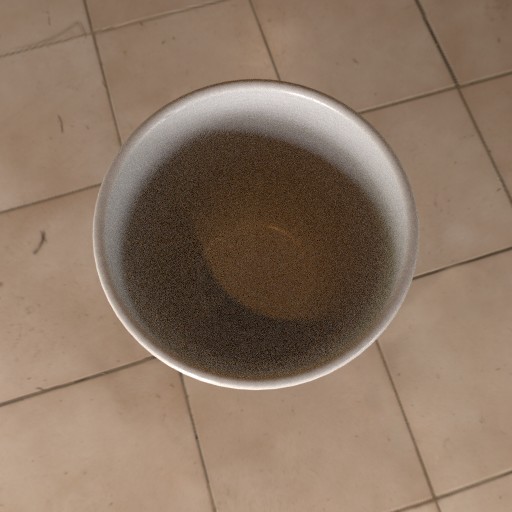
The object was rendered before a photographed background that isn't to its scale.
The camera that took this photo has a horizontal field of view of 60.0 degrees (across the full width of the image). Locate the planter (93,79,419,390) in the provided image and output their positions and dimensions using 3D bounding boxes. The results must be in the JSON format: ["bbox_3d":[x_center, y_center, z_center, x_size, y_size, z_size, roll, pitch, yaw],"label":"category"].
[{"bbox_3d":[0.000,0.000,0.302,0.170,0.152,0.170,0,75,0],"label":"planter"}]
